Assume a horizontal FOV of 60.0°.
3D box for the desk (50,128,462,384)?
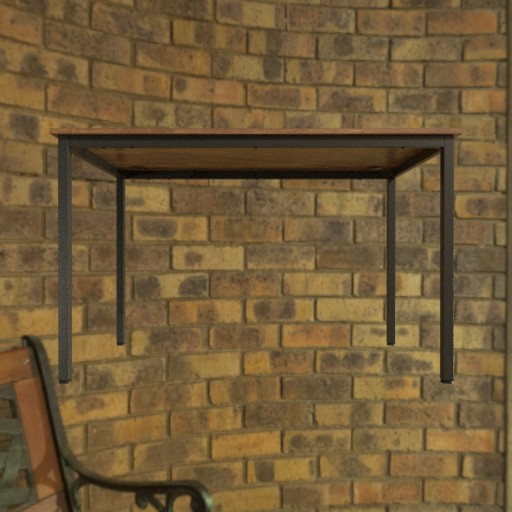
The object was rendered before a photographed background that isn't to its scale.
[{"bbox_3d":[0.000,0.000,1.589,1.200,0.749,0.600,0,0,0],"label":"desk"}]
